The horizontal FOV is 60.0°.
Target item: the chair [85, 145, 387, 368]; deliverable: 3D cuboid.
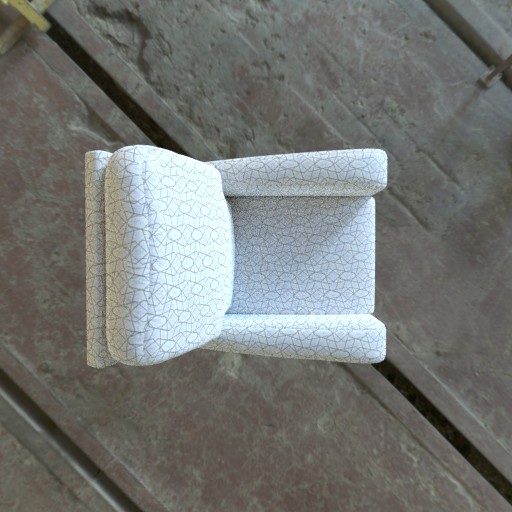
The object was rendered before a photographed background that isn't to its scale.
[{"bbox_3d":[0.000,0.000,1.724,0.995,1.064,0.796,0,91,1],"label":"chair"}]
